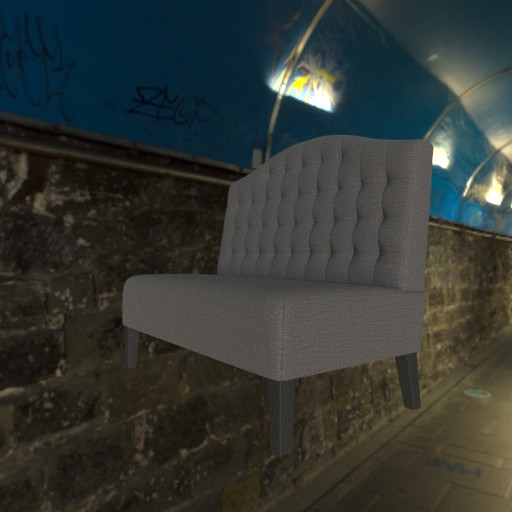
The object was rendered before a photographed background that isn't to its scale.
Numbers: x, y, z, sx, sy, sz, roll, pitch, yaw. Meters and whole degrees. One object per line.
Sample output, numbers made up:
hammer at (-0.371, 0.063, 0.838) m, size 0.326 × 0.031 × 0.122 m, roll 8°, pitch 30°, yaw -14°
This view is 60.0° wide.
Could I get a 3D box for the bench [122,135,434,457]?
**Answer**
bench at (0.000, 0.000, 2.052) m, size 0.815 × 1.180 × 1.335 m, roll 0°, pitch 0°, yaw -36°
